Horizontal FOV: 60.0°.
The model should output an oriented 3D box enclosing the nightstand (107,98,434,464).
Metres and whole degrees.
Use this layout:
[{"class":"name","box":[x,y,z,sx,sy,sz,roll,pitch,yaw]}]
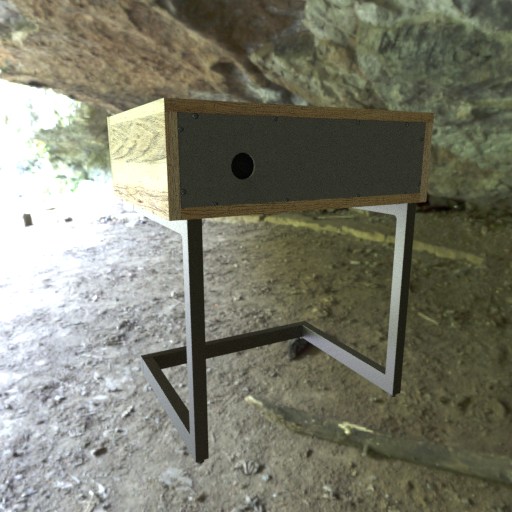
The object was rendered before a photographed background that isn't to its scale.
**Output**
[{"class":"nightstand","box":[0.000,0.000,1.042,0.558,0.632,0.481,-7,15,-27]}]
